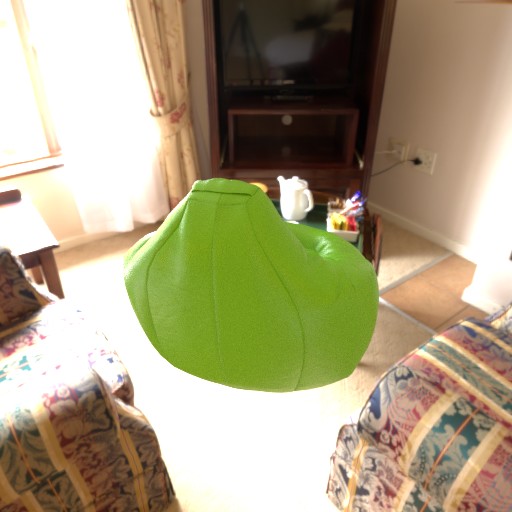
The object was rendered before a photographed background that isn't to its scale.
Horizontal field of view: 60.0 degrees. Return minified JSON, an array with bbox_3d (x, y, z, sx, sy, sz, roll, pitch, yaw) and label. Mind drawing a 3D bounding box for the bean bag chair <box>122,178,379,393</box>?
[{"bbox_3d":[0.000,0.000,1.887,1.070,0.990,1.070,8,33,12],"label":"bean bag chair"}]
